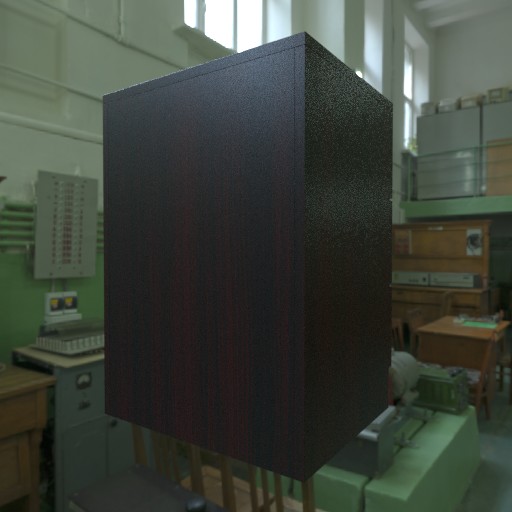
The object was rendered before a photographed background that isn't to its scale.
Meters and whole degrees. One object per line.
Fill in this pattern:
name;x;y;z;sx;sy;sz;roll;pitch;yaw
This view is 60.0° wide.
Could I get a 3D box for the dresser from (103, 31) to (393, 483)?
dresser;0.000;0.000;0.809;0.400;0.560;0.360;1;1;35
